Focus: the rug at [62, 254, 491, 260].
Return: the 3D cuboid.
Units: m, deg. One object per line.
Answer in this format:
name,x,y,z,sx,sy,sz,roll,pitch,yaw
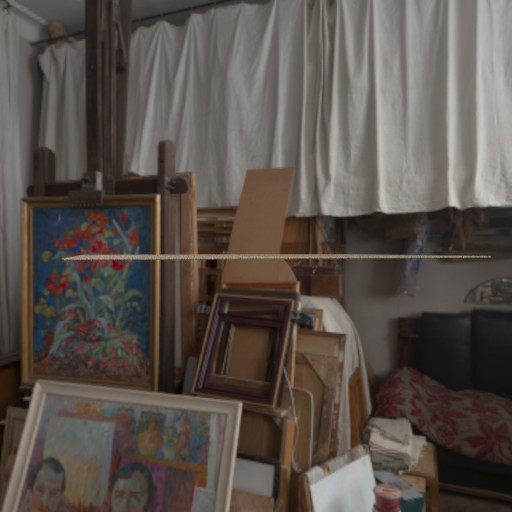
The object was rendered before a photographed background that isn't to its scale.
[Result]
rug,0.000,0.000,4.034,3.048,0.013,2.439,0,1,-19
